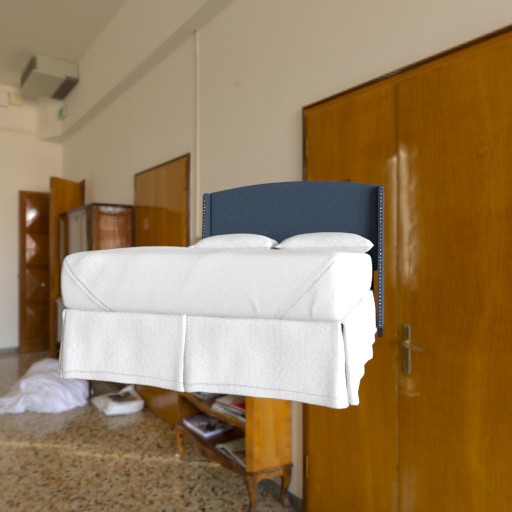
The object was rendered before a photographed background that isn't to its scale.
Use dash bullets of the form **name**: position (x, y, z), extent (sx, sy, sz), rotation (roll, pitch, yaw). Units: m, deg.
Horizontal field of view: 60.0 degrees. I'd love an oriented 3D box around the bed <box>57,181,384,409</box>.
- **bed**: position (0.000, 0.000, 3.234), extent (1.710, 1.407, 2.237), rotation (0, 0, 18)
